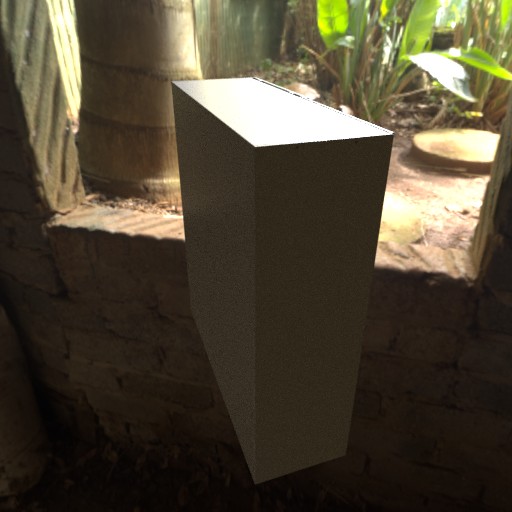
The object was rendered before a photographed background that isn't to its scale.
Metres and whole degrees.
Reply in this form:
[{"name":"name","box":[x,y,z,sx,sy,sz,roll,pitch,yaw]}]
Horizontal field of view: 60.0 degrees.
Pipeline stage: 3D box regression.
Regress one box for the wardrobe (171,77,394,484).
[{"name":"wardrobe","box":[0.000,0.000,2.899,0.629,1.960,1.780,-10,30,-17]}]
